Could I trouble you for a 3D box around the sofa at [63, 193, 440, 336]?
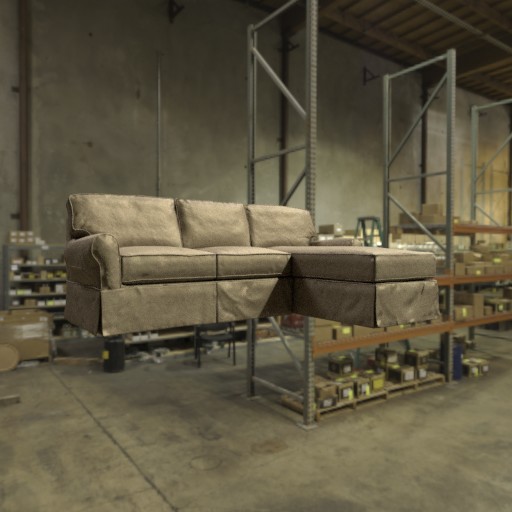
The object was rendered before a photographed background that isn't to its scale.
[{"bbox_3d":[0.000,0.000,3.414,2.475,0.978,1.733,-1,1,-36],"label":"sofa"}]
